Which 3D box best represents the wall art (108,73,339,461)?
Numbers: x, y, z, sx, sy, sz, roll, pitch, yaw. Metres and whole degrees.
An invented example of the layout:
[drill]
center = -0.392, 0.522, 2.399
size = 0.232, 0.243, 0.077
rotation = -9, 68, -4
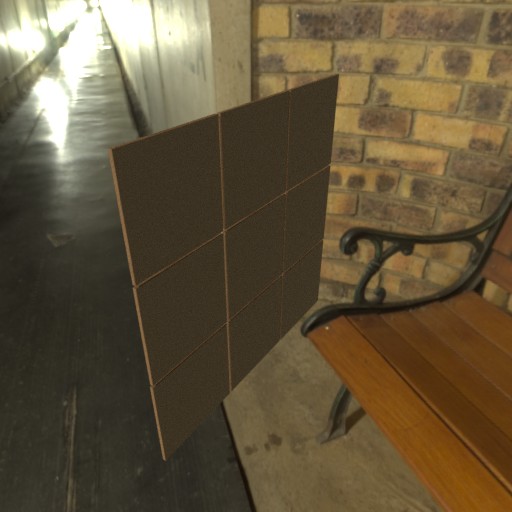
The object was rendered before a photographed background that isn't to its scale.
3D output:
[wall art]
center = 0.000, 0.000, 1.354
size = 0.010, 0.917, 0.919
rotation = 20, 37, 29
